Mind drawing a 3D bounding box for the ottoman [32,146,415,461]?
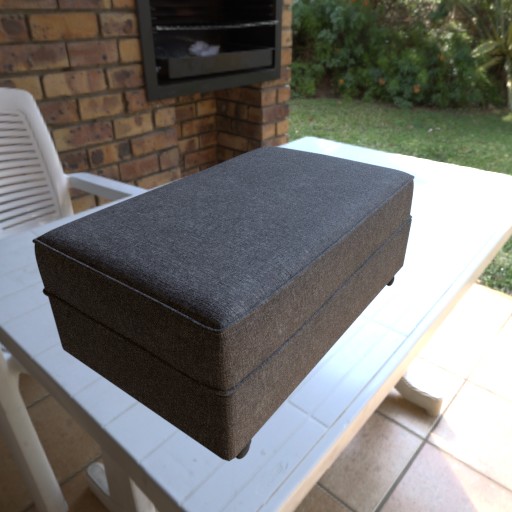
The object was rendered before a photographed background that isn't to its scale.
[{"bbox_3d":[0.000,0.000,1.535,0.717,0.487,1.184,20,35,31],"label":"ottoman"}]
